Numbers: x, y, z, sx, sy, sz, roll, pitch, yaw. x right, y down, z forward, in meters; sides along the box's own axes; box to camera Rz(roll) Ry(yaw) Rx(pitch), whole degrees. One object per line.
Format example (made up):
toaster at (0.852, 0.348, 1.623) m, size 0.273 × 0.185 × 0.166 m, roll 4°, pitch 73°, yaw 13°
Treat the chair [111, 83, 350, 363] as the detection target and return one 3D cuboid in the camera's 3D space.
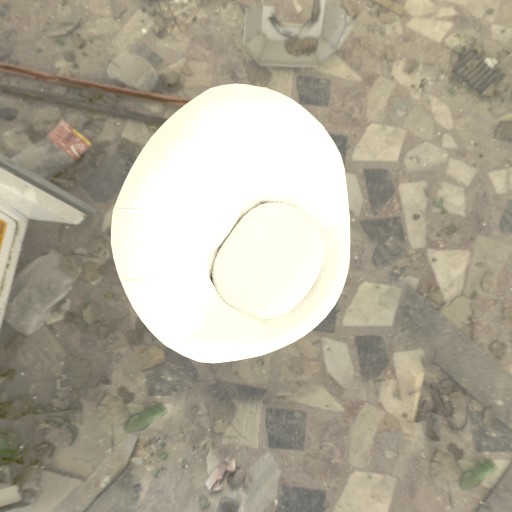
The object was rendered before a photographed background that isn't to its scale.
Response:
chair at (0.000, 0.000, 1.801) m, size 0.736 × 1.261 × 0.940 m, roll 33°, pitch 78°, yaw 8°
